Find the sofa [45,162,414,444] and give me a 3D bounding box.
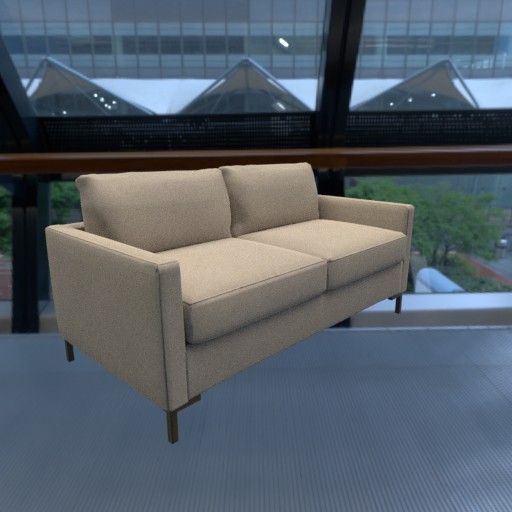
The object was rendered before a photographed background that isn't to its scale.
[{"bbox_3d":[0.000,0.000,2.180,0.875,0.840,1.682,14,21,42],"label":"sofa"}]
